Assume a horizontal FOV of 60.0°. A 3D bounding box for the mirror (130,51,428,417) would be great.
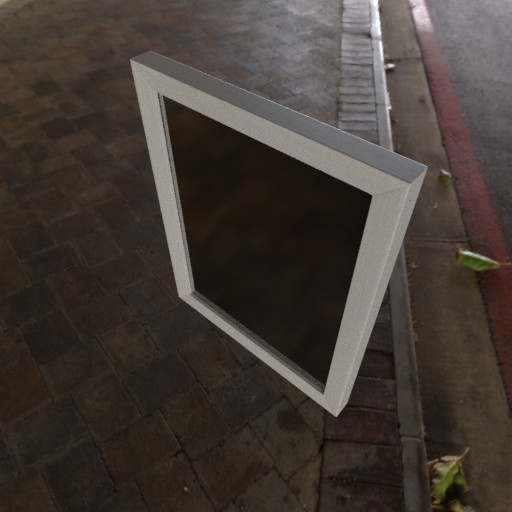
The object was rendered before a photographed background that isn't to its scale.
[{"bbox_3d":[0.000,0.000,0.688,0.405,0.508,0.041,32,55,27],"label":"mirror"}]
